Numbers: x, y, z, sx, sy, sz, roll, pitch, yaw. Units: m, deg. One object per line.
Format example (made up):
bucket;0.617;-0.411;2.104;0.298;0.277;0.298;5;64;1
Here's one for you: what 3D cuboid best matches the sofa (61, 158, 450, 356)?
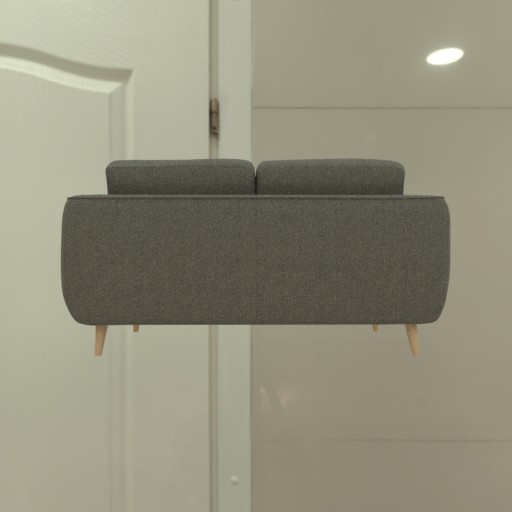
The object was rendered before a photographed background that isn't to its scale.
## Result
sofa;0.000;0.000;2.248;1.700;0.870;0.920;0;0;0
